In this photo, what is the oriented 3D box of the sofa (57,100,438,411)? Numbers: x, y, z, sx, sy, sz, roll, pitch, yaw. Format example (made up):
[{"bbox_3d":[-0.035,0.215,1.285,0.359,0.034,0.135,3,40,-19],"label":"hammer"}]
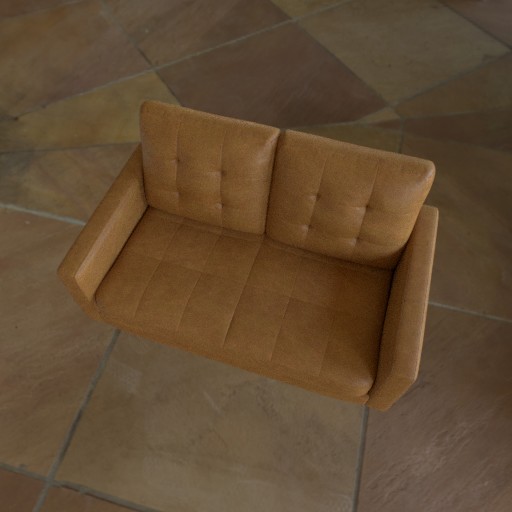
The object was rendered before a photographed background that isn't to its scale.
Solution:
[{"bbox_3d":[0.000,0.000,1.934,1.430,0.898,0.868,15,59,10],"label":"sofa"}]
